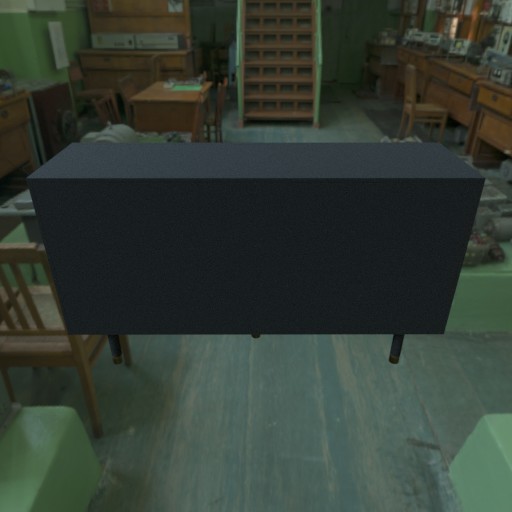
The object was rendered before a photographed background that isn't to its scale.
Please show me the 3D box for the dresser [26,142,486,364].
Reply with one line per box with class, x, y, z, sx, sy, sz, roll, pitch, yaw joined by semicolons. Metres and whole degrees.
dresser;0.000;0.000;1.918;1.558;0.872;0.463;0;30;0
